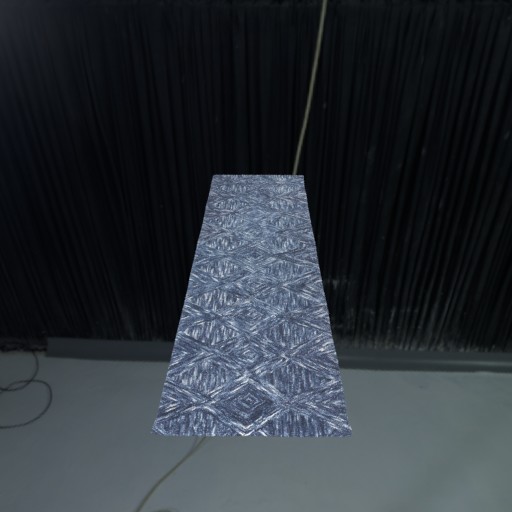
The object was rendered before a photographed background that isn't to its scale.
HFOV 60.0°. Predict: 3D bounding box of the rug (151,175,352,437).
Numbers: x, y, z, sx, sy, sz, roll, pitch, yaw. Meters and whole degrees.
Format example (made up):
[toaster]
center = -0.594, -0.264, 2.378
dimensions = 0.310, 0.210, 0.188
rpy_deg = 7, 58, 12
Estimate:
[rug]
center = 0.000, 0.000, 2.522
dimensions = 0.719, 0.013, 2.306
rpy_deg = 0, 33, 1
